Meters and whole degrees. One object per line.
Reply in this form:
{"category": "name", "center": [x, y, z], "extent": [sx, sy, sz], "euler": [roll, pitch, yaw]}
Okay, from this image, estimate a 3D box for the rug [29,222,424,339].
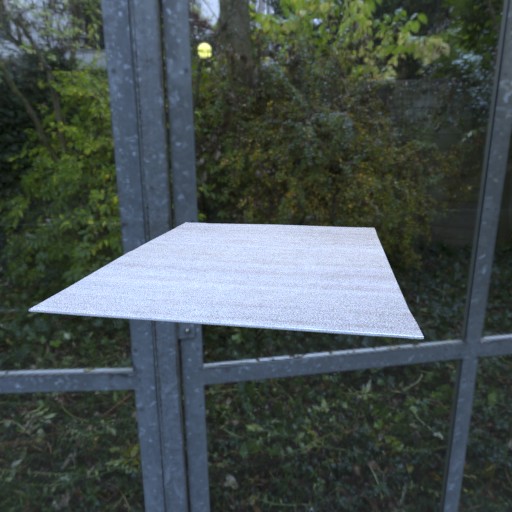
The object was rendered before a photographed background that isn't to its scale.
{"category": "rug", "center": [0.000, 0.000, 4.219], "extent": [2.467, 0.046, 3.245], "euler": [3, 15, 10]}
